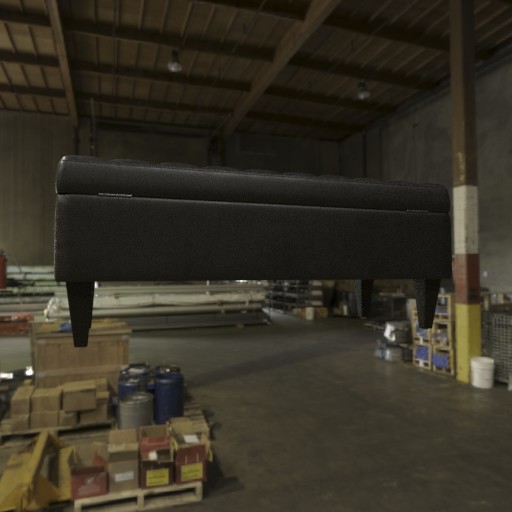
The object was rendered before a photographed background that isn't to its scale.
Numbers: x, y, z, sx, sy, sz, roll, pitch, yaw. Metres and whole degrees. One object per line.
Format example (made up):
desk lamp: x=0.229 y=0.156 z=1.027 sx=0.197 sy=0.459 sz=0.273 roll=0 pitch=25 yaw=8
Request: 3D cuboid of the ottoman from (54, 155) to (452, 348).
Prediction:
ottoman: x=0.000 y=0.000 z=1.424 sx=1.151 sy=0.469 sz=0.482 roll=1 pitch=-2 yaw=-19
